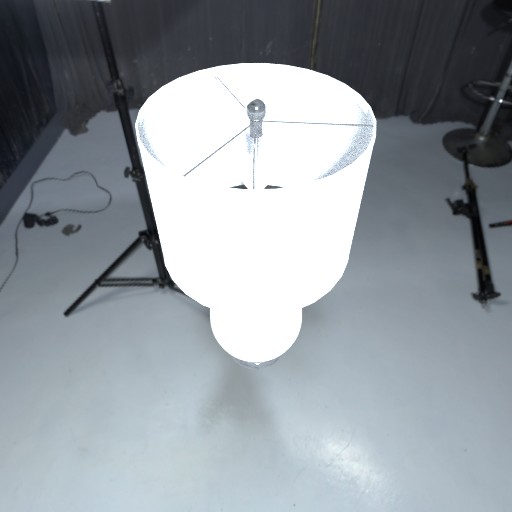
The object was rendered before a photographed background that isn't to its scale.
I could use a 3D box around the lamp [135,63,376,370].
[{"bbox_3d":[0.000,0.000,0.893,0.357,0.673,0.357,3,47,3],"label":"lamp"}]
